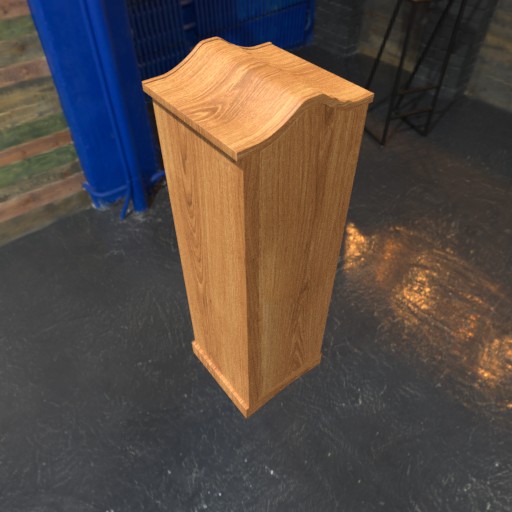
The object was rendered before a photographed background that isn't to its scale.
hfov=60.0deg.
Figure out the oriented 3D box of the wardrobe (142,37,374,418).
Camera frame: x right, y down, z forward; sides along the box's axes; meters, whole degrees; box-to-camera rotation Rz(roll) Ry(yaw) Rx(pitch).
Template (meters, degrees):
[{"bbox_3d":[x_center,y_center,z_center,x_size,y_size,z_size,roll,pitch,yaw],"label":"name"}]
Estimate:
[{"bbox_3d":[0.000,0.000,2.169,0.590,1.870,0.570,-30,53,-25],"label":"wardrobe"}]
